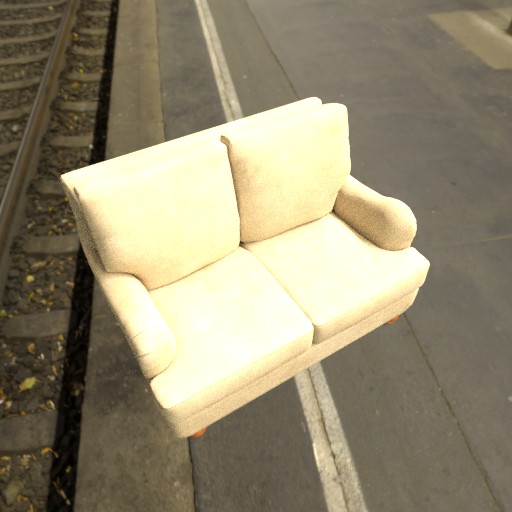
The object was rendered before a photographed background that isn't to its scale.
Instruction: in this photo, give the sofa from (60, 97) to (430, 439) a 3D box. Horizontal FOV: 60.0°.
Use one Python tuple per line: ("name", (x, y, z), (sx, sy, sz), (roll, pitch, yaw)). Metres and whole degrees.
("sofa", (0.000, 0.000, 2.261), (1.498, 1.087, 1.086), (-24, 51, -21))
